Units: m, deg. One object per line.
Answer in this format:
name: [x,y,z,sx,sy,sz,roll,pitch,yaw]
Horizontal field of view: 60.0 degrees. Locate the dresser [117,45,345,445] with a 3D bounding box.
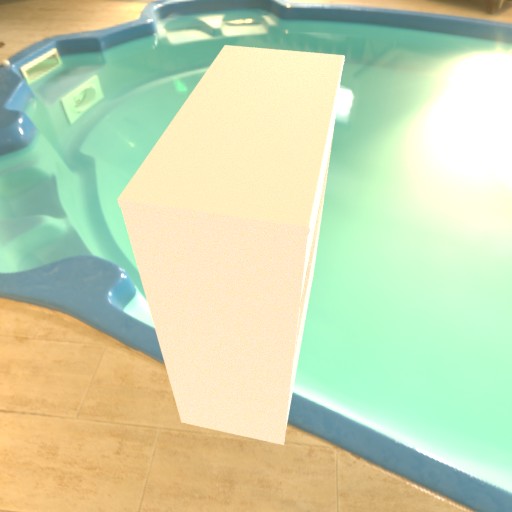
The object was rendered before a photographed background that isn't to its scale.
dresser: [0.000,0.000,1.484,0.380,1.040,0.800,9,47,9]
